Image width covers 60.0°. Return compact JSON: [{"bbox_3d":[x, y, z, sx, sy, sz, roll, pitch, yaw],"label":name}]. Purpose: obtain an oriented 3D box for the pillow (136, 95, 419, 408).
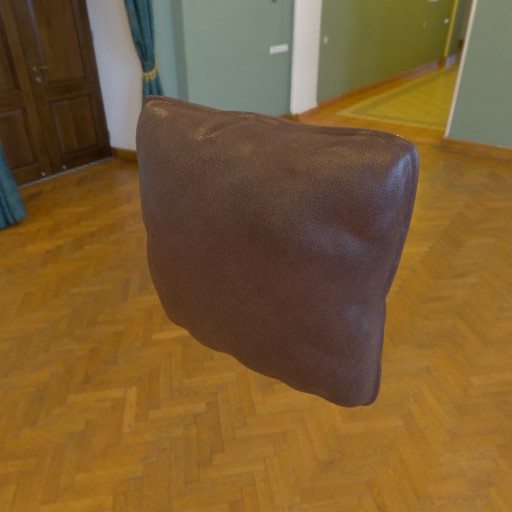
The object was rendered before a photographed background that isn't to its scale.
[{"bbox_3d":[0.000,0.000,0.824,0.532,0.523,0.236,19,36,29],"label":"pillow"}]
